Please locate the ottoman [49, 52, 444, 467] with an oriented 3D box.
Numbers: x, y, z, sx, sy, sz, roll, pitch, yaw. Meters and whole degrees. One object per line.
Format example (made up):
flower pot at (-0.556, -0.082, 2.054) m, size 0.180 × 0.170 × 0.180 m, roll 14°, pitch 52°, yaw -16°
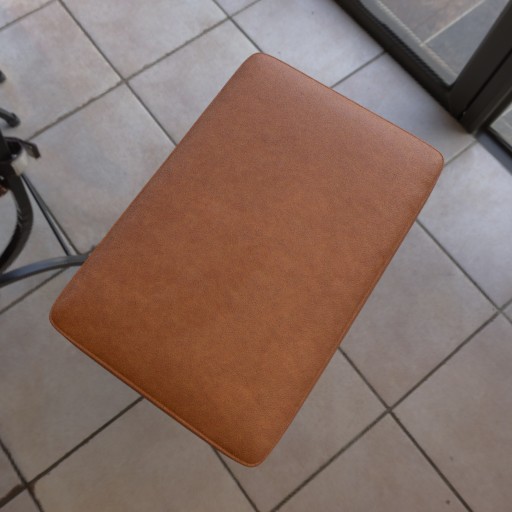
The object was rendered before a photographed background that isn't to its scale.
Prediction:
ottoman at (0.000, 0.000, 1.191) m, size 0.584 × 0.483 × 0.864 m, roll 33°, pitch 77°, yaw 8°
